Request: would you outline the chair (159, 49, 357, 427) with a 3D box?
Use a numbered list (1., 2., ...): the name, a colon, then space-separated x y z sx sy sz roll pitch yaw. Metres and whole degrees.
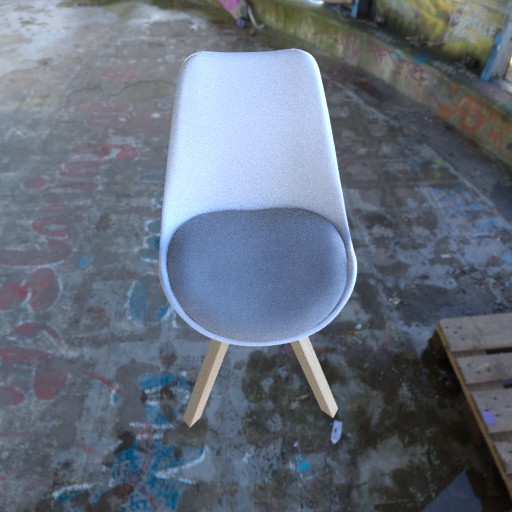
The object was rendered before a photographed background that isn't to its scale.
1. chair: 0.000 0.000 1.158 0.485 0.850 0.550 -3 46 -3
